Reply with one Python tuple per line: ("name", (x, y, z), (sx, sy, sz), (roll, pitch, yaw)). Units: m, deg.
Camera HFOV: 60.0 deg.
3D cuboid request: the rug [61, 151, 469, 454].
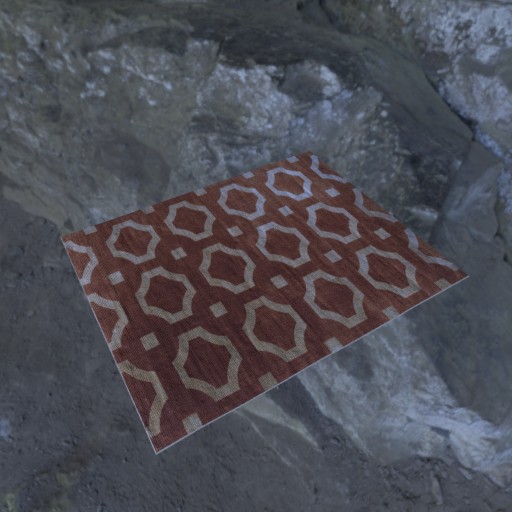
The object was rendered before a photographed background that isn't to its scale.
("rug", (0.000, 0.000, 4.223), (3.049, 0.021, 2.466), (-23, 50, -21))
